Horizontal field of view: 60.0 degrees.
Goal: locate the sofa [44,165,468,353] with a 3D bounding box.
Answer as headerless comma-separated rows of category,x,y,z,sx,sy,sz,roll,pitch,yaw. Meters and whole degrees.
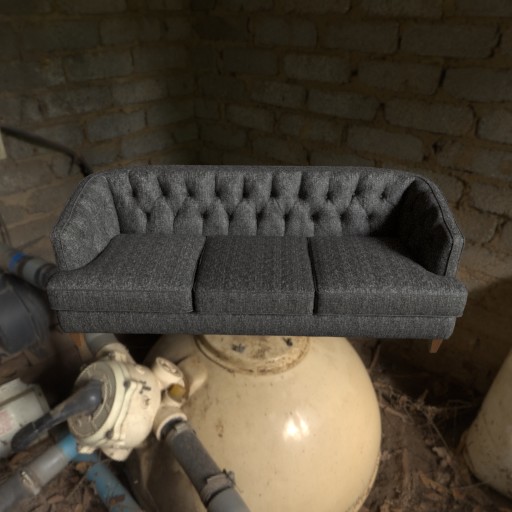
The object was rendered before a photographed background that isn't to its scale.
sofa,0.000,0.000,2.739,2.278,0.855,0.941,1,30,1
